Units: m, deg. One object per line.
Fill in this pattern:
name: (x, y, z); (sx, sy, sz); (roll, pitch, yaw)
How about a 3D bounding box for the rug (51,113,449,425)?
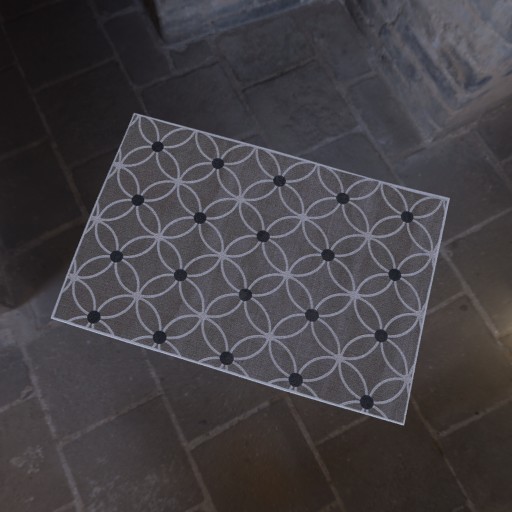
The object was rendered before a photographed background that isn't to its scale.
rug: (0.000, 0.000, 2.902); (2.284, 0.008, 1.522); (16, 77, 4)
